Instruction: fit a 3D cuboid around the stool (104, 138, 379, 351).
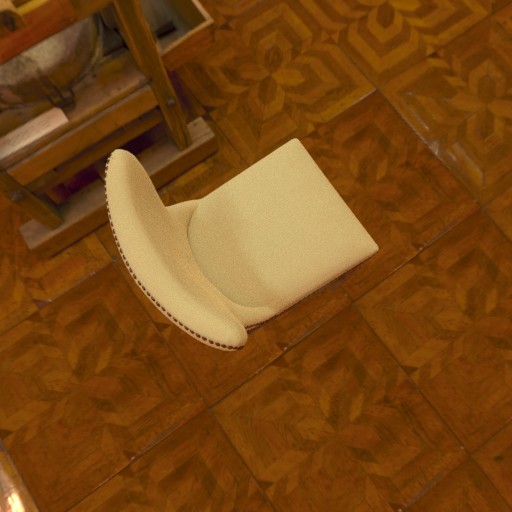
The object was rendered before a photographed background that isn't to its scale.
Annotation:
[{"bbox_3d":[0.000,0.000,1.437,0.606,1.123,0.494,-32,78,-8],"label":"stool"}]
